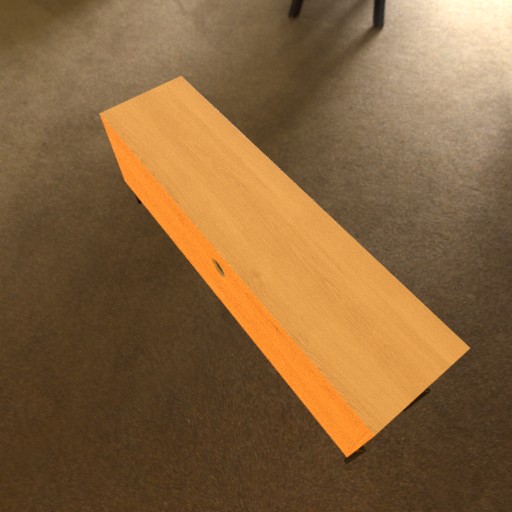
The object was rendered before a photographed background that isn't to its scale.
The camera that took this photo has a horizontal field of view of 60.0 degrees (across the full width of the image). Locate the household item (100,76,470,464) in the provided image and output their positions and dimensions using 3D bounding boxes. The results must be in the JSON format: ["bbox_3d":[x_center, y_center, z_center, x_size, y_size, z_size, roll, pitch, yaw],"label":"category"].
[{"bbox_3d":[0.000,0.000,1.755,0.400,0.600,1.550,-33,64,-19],"label":"household item"}]
